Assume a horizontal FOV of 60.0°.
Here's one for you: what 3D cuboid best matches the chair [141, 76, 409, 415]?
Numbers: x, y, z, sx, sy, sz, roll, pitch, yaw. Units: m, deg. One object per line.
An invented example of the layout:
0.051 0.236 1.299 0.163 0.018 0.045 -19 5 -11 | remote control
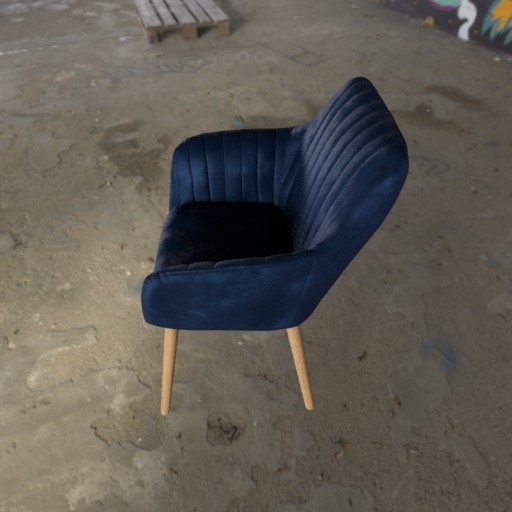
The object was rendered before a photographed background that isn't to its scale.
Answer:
0.000 0.000 1.197 0.573 0.826 0.578 -1 42 -1 | chair
